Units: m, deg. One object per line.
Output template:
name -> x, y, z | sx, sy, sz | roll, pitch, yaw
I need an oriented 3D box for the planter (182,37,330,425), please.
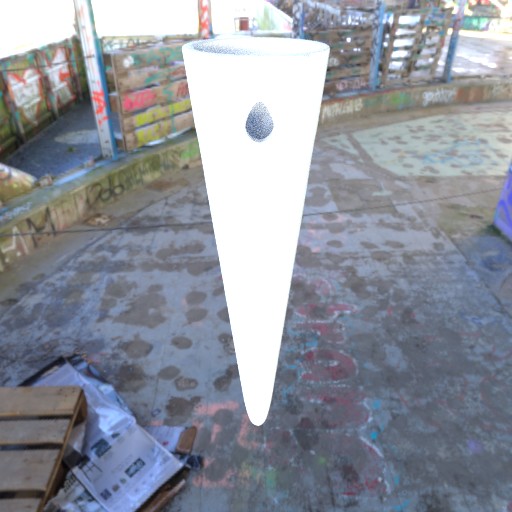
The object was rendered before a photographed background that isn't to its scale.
planter -> 0.000, 0.000, 0.224 | 0.057, 0.193, 0.064 | -1, 32, -2
